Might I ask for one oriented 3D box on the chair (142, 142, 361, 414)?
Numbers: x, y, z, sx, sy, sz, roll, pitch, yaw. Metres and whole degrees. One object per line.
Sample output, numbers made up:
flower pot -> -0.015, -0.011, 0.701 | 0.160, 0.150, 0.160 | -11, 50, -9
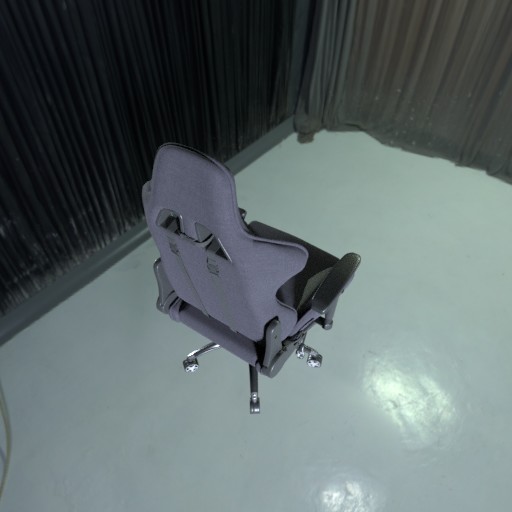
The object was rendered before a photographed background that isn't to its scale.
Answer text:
chair -> 0.000, 0.000, 1.751 | 0.730, 1.300, 0.695 | 26, 53, 22
